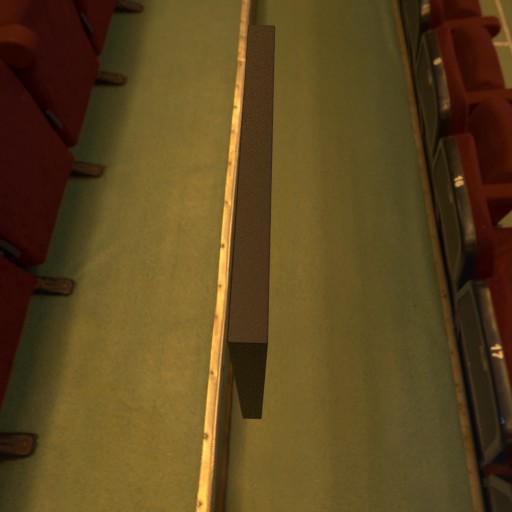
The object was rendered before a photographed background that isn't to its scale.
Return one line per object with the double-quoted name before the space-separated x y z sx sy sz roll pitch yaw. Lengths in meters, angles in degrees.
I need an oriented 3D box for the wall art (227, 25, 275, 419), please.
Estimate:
"wall art" 0.000 0.000 0.541 0.028 0.381 0.328 2 63 1
